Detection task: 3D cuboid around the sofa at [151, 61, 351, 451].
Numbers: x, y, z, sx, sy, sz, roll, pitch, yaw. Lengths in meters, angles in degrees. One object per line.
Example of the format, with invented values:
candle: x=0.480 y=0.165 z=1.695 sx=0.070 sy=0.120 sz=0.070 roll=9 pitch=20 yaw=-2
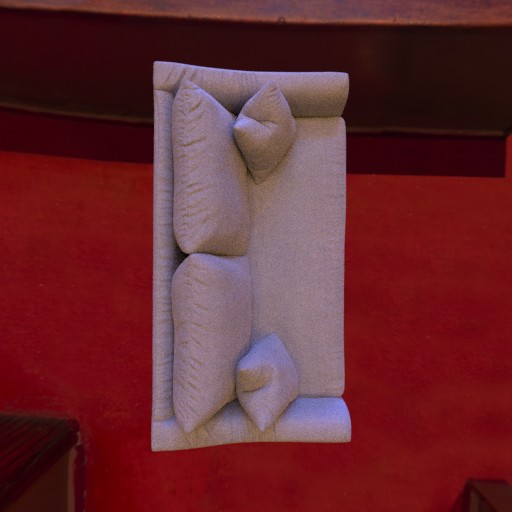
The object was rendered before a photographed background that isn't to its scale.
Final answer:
sofa: x=0.000 y=0.000 z=2.594 sx=1.072 sy=1.018 sz=2.010 roll=0 pitch=89 yaw=1
